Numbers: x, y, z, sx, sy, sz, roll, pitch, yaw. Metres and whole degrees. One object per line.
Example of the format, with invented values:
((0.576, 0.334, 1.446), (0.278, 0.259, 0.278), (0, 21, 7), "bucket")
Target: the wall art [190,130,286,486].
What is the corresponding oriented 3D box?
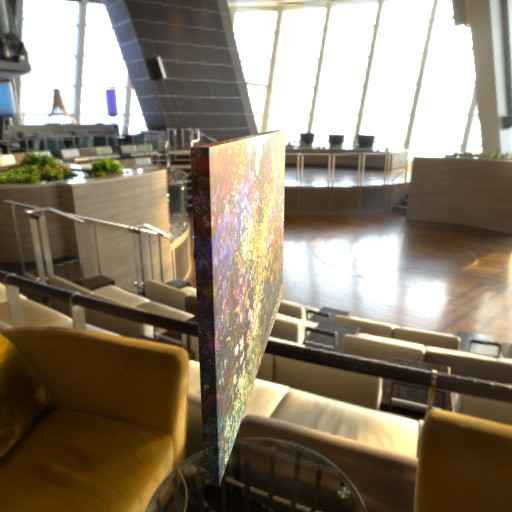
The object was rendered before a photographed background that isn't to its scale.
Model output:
((0.000, 0.000, 1.442), (0.042, 0.760, 1.136), (3, 18, 10), "wall art")
